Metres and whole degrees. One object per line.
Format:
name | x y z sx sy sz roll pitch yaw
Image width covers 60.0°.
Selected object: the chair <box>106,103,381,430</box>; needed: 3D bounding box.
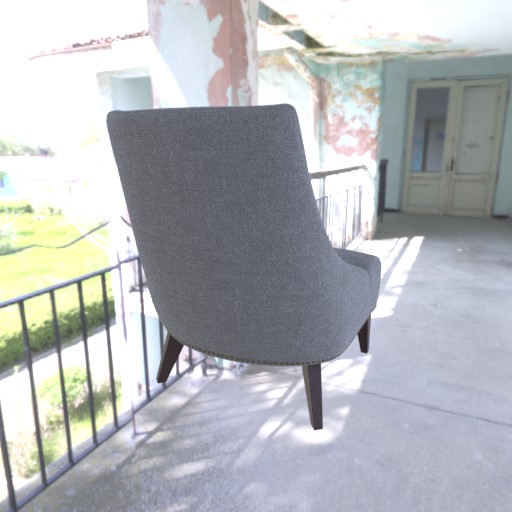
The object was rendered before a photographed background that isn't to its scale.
chair | 0.000 0.000 1.493 0.701 0.909 0.861 7 16 26
